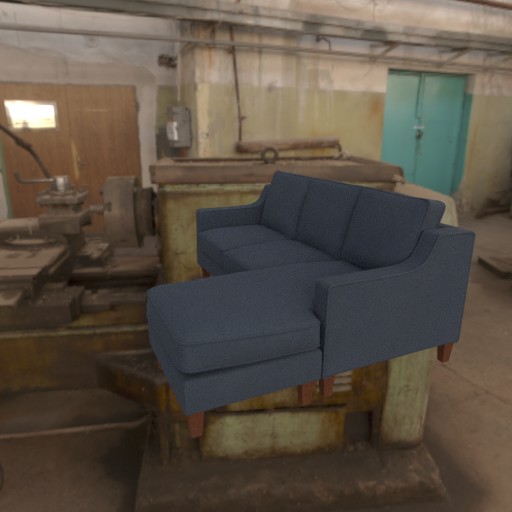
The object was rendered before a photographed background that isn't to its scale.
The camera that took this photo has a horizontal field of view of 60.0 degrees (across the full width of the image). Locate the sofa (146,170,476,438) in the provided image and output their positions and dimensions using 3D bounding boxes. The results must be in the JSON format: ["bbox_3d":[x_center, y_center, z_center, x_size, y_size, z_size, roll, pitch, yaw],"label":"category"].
[{"bbox_3d":[0.000,0.000,3.345,1.858,1.066,2.317,-8,19,-24],"label":"sofa"}]
